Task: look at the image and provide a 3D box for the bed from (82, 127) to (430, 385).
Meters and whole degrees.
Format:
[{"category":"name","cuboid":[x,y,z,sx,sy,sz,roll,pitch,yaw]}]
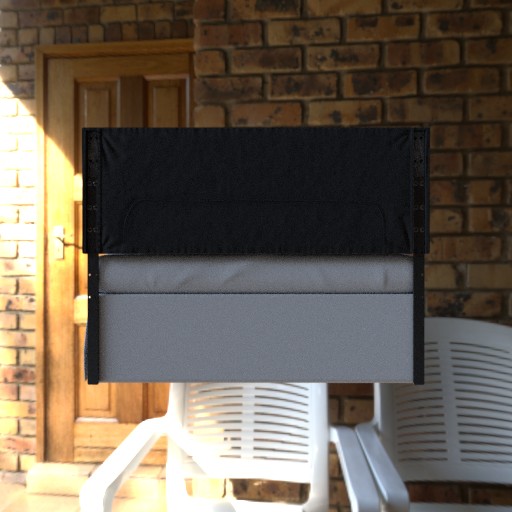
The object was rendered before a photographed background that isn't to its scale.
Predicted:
[{"category":"bed","cuboid":[0.000,0.000,2.983,1.621,1.168,1.958,0,0,0]}]
